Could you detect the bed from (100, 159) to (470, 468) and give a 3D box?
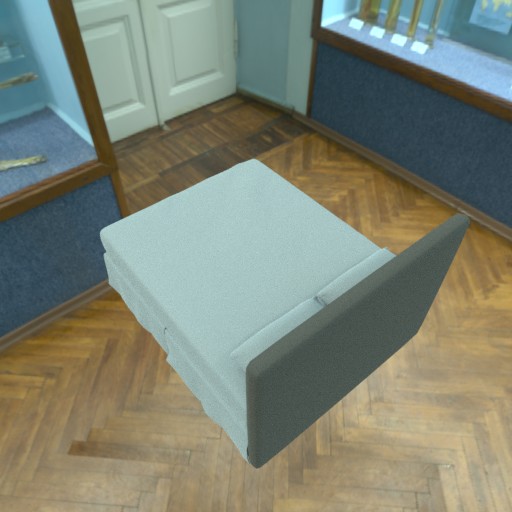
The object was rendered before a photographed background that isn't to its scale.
[{"bbox_3d":[0.000,0.000,3.349,1.748,1.330,2.142,-30,54,-25],"label":"bed"}]
